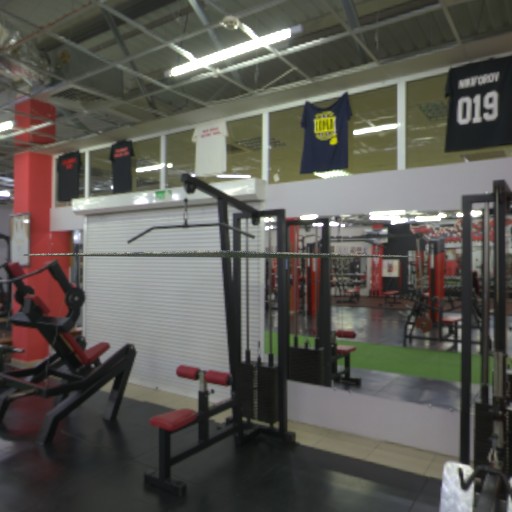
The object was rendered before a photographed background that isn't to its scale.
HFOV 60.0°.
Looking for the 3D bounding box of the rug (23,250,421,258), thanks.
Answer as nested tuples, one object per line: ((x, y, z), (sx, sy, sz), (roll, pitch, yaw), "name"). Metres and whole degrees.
((0.000, 0.000, 2.072), (1.035, 0.006, 1.652), (0, -1, 36), "rug")
